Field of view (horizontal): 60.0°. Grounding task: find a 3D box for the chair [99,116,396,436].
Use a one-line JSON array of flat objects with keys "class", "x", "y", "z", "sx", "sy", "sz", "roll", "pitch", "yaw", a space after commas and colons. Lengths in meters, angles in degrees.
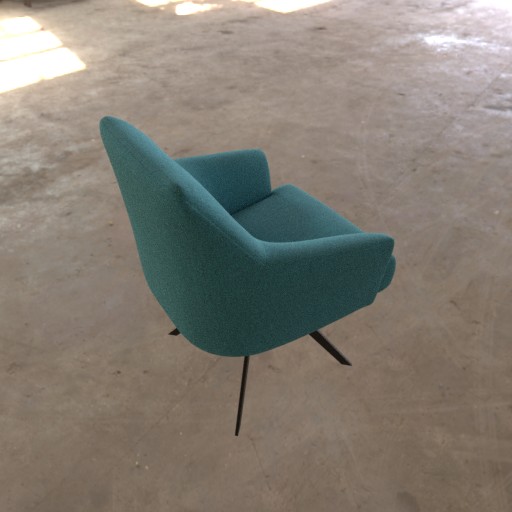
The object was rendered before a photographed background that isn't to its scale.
[{"class": "chair", "x": 0.000, "y": 0.000, "z": 1.336, "sx": 0.677, "sy": 0.874, "sz": 0.642, "roll": -23, "pitch": 44, "yaw": -25}]
